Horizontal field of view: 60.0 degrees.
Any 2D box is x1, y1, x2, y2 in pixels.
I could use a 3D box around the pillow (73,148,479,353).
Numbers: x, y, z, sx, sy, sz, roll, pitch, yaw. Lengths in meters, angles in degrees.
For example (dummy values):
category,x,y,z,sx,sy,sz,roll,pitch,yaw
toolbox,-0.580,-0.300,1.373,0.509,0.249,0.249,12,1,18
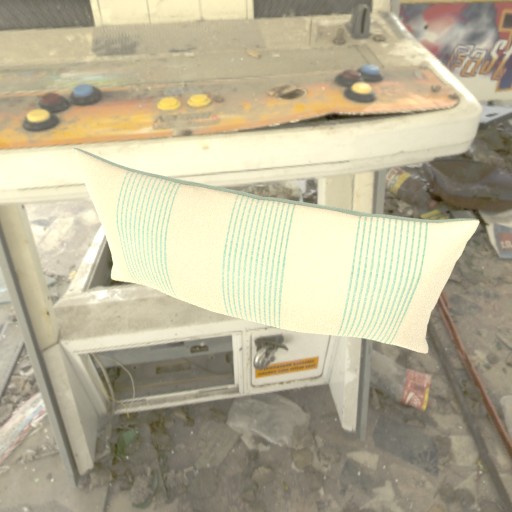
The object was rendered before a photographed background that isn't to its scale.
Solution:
category,x,y,z,sx,sy,sz,roll,pitch,yaw
pillow,0.000,0.000,0.725,0.610,0.287,0.151,12,44,13
